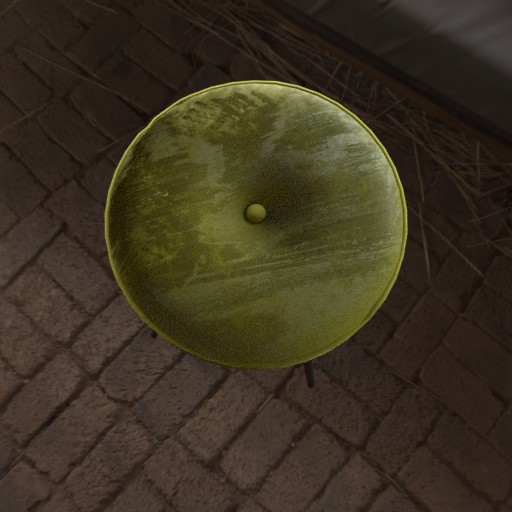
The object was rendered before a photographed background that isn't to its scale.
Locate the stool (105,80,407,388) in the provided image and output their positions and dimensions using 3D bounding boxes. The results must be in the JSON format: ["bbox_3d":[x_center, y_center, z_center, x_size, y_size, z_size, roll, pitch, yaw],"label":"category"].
[{"bbox_3d":[0.000,0.000,0.825,0.409,0.508,0.409,17,77,4],"label":"stool"}]
